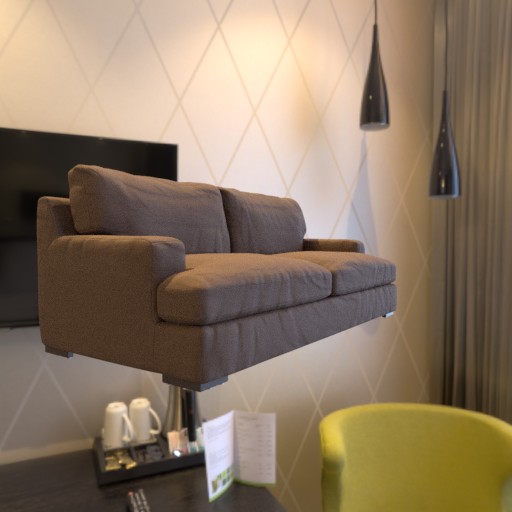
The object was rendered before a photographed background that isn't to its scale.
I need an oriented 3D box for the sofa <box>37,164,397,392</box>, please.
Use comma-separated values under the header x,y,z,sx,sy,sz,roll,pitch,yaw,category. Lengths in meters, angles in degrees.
x,y,z,sx,sy,sz,roll,pitch,yaw,category
0.000,0.000,2.821,1.140,0.950,2.274,1,2,35,sofa
